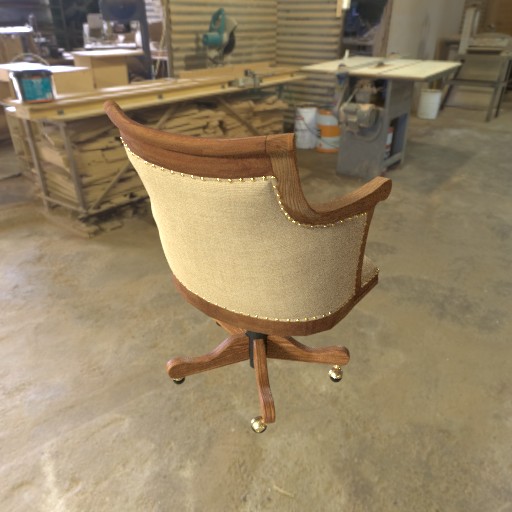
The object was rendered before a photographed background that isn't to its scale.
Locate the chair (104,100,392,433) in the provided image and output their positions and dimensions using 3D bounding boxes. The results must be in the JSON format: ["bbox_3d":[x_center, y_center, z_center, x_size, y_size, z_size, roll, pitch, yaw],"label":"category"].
[{"bbox_3d":[0.000,0.000,1.427,0.656,0.965,0.689,21,35,33],"label":"chair"}]
